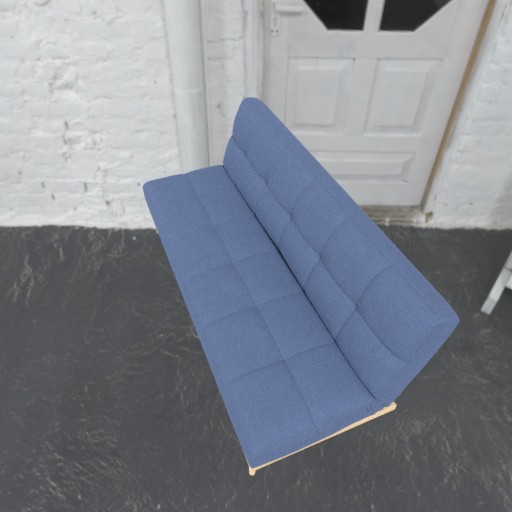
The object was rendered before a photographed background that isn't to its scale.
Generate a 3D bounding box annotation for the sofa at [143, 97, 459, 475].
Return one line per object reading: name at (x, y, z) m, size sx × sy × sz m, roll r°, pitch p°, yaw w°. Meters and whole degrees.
sofa at (0.000, 0.000, 2.232) m, size 0.796 × 0.800 × 1.800 m, roll -16°, pitch 48°, yaw -16°
